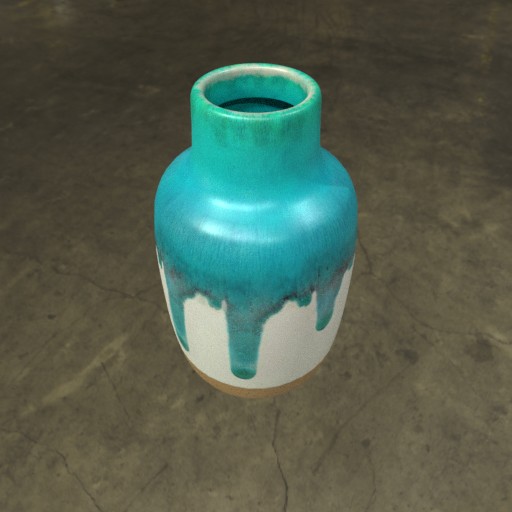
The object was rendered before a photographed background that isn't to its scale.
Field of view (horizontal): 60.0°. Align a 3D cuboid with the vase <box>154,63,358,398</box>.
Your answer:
[{"bbox_3d":[0.000,0.000,0.246,0.106,0.192,0.106,0,44,0],"label":"vase"}]
